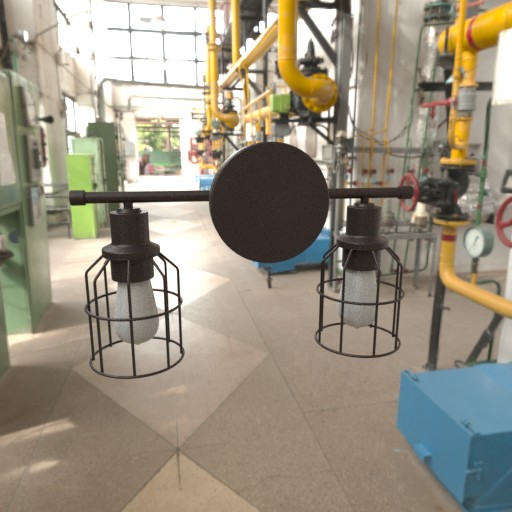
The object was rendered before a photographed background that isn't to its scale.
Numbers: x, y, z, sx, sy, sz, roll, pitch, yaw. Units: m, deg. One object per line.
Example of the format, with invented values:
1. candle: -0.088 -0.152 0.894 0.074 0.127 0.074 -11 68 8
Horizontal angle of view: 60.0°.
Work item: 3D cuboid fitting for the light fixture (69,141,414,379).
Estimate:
1. light fixture: 0.000 0.000 0.516 0.406 0.254 0.165 -2 13 -10
